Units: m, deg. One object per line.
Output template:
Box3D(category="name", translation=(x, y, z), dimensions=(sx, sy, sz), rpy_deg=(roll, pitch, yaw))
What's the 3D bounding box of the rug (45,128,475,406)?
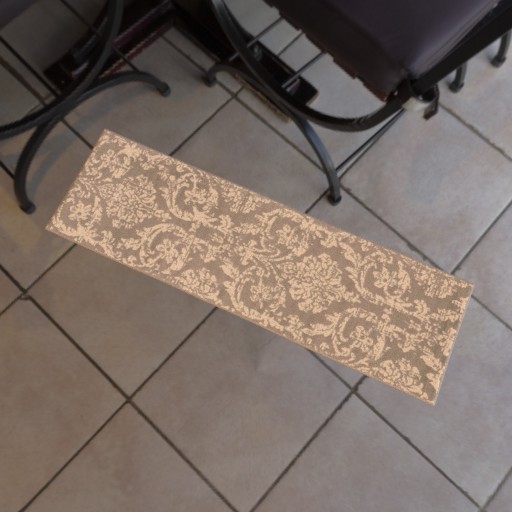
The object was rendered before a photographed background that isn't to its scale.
Box3D(category="rug", translation=(0.000, 0.000, 2.340), dimensions=(2.196, 0.011, 0.662), rpy_deg=(24, 77, 6))
